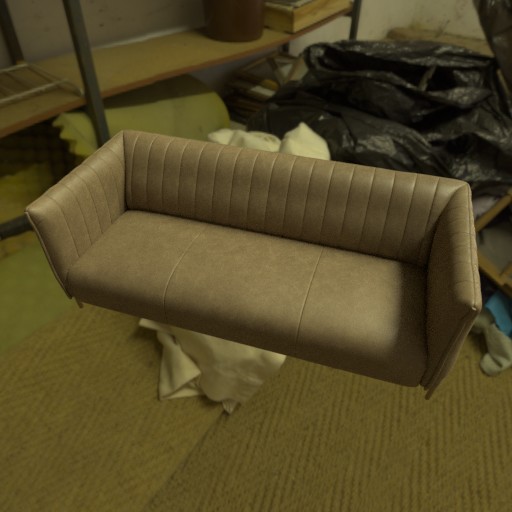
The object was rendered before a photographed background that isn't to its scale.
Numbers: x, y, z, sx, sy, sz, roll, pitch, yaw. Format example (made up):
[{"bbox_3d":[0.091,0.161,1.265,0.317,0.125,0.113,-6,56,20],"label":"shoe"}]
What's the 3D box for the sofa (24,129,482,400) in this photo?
[{"bbox_3d":[0.000,0.000,2.298,1.980,0.779,0.876,12,43,13],"label":"sofa"}]
